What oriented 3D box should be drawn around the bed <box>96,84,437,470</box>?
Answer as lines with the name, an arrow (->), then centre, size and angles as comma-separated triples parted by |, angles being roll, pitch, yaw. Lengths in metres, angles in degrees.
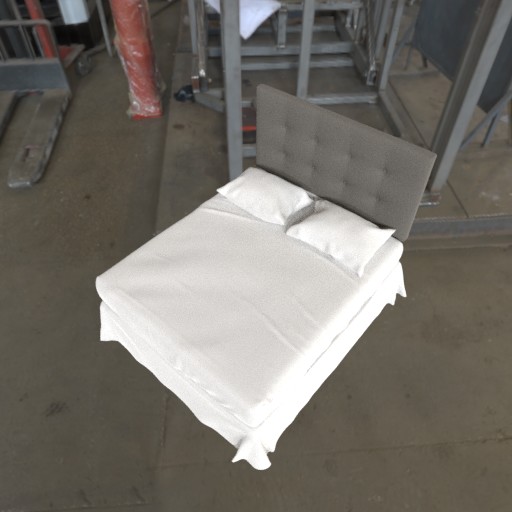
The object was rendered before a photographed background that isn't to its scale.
bed -> 0.000, 0.000, 3.514 | 1.936, 1.577, 2.222 | 32, 55, 26
